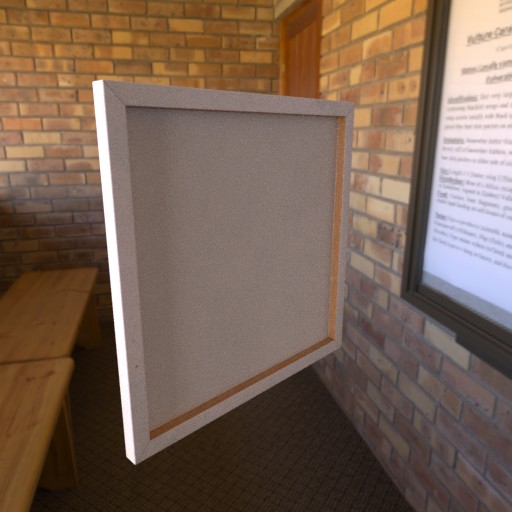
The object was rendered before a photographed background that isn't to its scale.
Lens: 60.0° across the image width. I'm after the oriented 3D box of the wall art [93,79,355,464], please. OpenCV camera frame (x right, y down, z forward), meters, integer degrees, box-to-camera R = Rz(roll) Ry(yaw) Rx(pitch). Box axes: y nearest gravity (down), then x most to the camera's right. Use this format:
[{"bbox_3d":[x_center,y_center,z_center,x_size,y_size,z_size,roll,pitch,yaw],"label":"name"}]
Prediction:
[{"bbox_3d":[0.000,0.000,1.109,0.038,0.762,0.762,15,21,43],"label":"wall art"}]
